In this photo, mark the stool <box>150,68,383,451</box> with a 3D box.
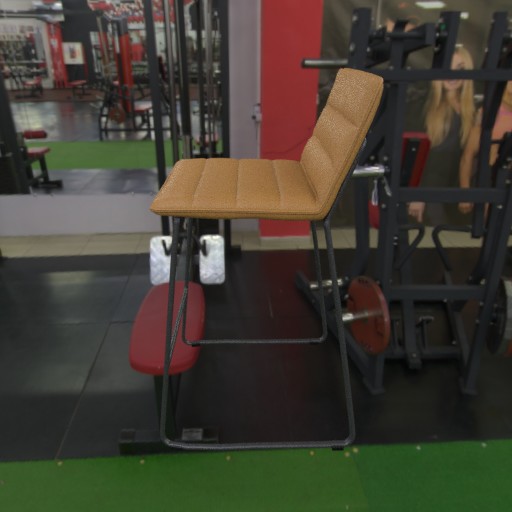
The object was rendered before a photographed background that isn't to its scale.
[{"bbox_3d":[0.000,0.000,1.210,0.524,0.936,0.489,0,26,-1],"label":"stool"}]
